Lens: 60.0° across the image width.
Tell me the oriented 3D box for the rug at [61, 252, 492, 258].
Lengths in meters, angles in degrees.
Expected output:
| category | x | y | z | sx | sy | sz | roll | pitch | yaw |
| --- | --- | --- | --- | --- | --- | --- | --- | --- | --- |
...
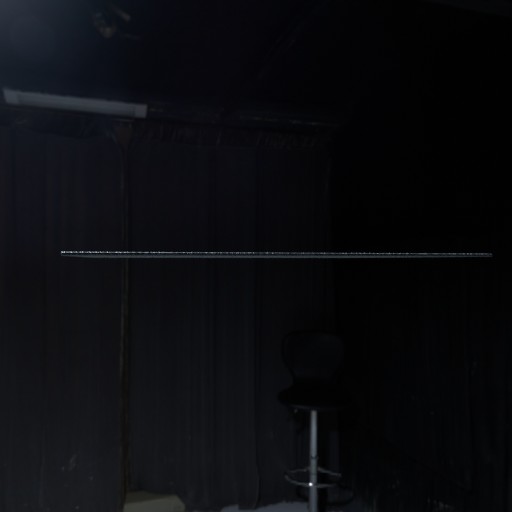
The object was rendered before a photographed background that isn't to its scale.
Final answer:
| category | x | y | z | sx | sy | sz | roll | pitch | yaw |
| --- | --- | --- | --- | --- | --- | --- | --- | --- | --- |
| rug | 0.000 | 0.000 | 4.112 | 3.042 | 0.021 | 2.456 | 0 | 0 | -17 |
